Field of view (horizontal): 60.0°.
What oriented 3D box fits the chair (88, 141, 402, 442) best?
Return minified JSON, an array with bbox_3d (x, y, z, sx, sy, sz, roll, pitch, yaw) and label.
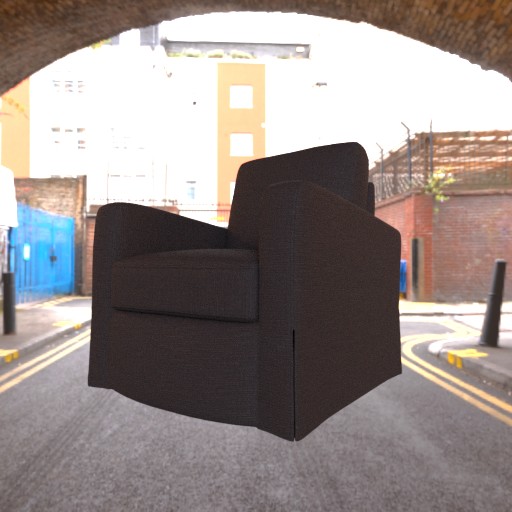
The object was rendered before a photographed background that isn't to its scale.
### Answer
[{"bbox_3d":[0.000,0.000,1.546,0.798,0.855,0.863,-1,-1,35],"label":"chair"}]
